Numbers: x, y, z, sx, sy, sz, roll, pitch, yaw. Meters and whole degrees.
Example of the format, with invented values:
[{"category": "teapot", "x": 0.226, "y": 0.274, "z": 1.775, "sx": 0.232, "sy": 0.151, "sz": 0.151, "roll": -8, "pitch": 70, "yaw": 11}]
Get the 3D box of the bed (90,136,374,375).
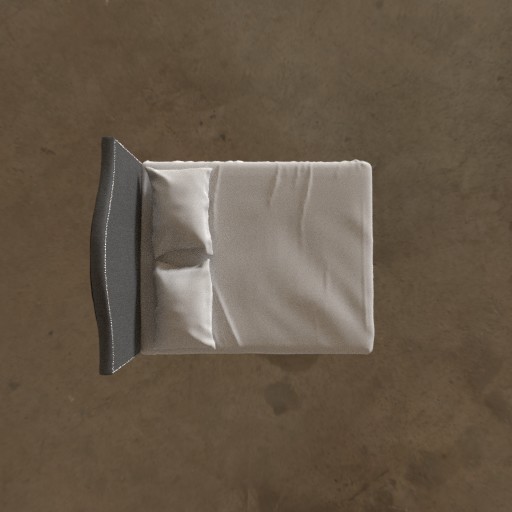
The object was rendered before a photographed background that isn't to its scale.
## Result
[{"category": "bed", "x": 0.000, "y": 0.000, "z": 3.560, "sx": 2.221, "sy": 1.645, "sz": 1.876, "roll": 0, "pitch": 89, "yaw": 0}]
